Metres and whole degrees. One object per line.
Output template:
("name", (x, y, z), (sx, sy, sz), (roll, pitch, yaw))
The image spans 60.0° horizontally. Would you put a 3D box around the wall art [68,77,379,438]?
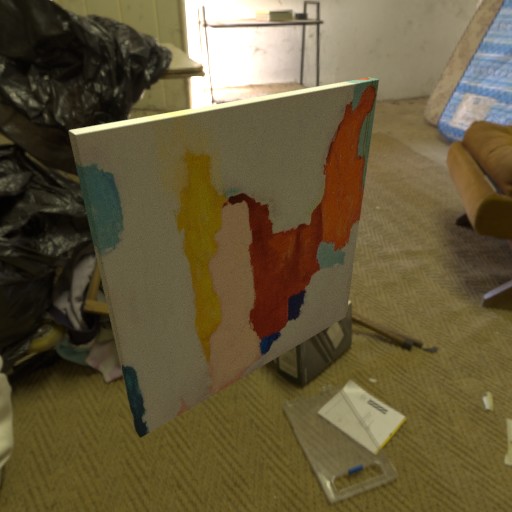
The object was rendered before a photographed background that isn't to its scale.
("wall art", (0.000, 0.000, 1.491), (1.017, 1.017, 0.044), (-23, 38, -32))
